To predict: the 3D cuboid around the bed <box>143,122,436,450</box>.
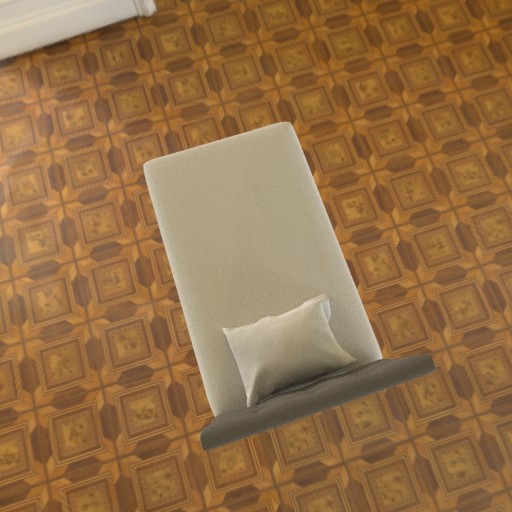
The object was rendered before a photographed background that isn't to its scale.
[{"bbox_3d":[0.000,0.000,3.000,1.261,1.571,1.997,-17,76,-5],"label":"bed"}]
